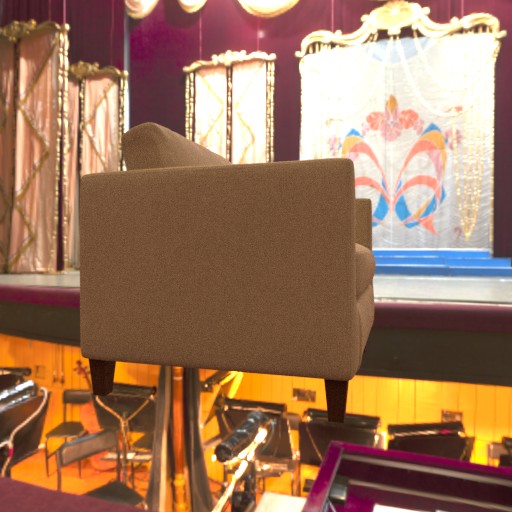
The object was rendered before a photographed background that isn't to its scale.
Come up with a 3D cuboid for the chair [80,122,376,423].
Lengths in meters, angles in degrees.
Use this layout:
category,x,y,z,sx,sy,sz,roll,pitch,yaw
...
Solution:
category,x,y,z,sx,sy,sz,roll,pitch,yaw
chair,0.000,0.000,1.876,0.959,0.961,1.107,0,0,17
